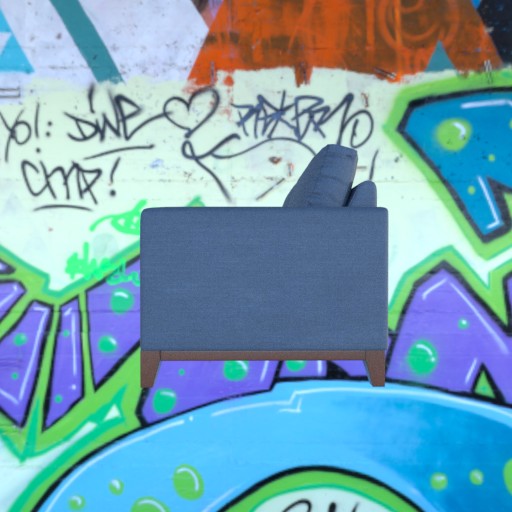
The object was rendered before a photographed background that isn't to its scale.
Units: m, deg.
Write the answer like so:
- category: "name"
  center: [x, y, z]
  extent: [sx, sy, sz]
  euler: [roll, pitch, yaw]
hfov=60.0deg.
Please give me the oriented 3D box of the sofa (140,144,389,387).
- category: "sofa"
  center: [0.000, 0.000, 2.431]
  extent: [0.877, 0.865, 1.900]
  euler: [0, 1, -1]
